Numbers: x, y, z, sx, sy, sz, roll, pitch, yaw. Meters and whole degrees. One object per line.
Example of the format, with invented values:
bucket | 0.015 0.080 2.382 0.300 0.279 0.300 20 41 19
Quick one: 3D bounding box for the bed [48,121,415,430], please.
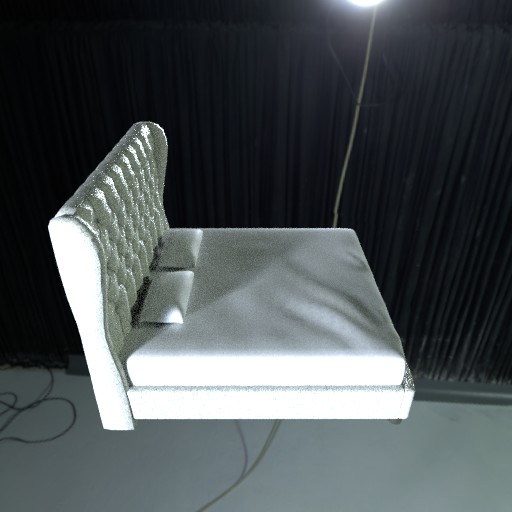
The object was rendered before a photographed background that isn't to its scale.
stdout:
bed | 0.000 0.000 3.822 2.347 1.771 2.219 0 31 0
